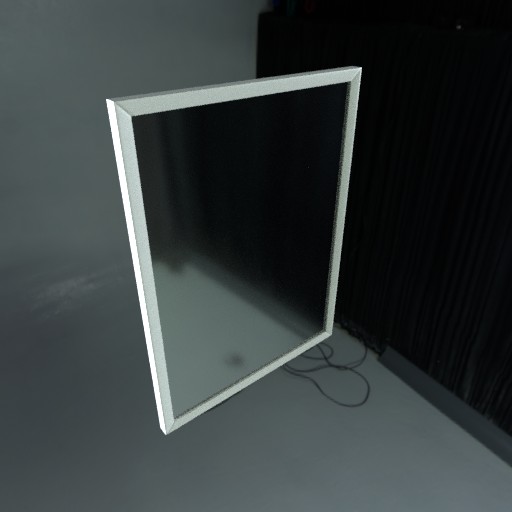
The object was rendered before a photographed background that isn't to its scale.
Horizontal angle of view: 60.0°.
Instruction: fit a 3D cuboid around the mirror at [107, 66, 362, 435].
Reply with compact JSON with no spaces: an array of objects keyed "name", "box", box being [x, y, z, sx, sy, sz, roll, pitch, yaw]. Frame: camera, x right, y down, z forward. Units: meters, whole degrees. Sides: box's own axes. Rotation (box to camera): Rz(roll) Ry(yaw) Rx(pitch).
[{"name":"mirror","box":[0.000,0.000,1.362,0.762,1.016,0.040,-22,37,-33]}]
